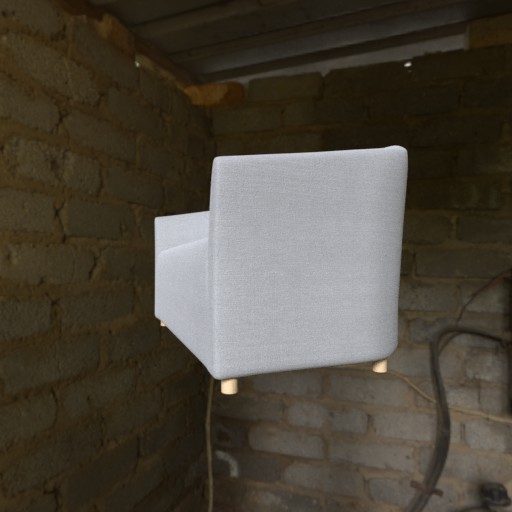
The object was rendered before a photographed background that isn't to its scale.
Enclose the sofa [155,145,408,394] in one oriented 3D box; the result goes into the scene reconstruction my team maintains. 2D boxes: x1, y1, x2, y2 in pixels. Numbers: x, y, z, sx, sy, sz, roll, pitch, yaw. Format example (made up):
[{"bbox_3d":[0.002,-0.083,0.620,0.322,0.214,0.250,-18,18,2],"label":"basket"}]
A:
[{"bbox_3d":[0.000,0.000,1.851,0.705,0.721,1.452,0,-1,-19],"label":"sofa"}]
